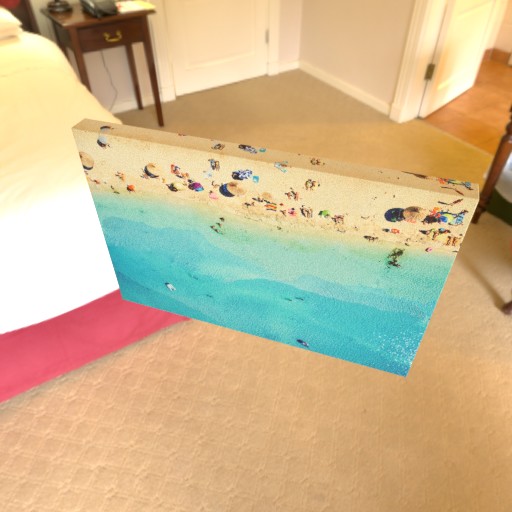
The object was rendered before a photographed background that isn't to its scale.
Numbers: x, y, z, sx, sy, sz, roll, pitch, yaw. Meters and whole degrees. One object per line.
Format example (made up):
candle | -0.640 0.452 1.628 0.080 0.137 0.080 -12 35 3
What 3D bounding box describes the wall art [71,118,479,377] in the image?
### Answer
wall art | 0.000 0.000 0.782 0.609 0.406 0.039 13 44 14
